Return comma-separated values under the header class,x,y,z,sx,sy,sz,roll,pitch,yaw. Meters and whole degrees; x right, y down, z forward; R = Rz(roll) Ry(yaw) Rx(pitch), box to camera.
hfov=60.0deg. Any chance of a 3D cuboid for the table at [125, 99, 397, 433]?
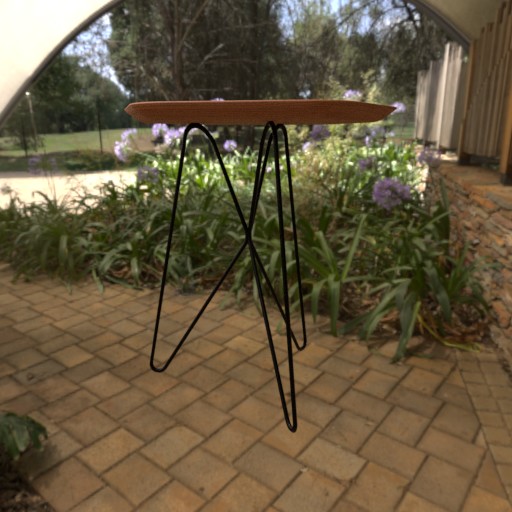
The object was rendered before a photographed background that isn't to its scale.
class,x,y,z,sx,sy,sz,roll,pitch,yaw
table,0.000,0.000,0.889,0.500,0.562,0.400,2,15,9
